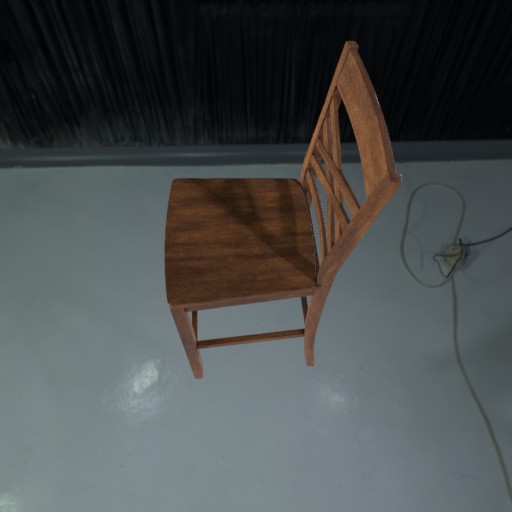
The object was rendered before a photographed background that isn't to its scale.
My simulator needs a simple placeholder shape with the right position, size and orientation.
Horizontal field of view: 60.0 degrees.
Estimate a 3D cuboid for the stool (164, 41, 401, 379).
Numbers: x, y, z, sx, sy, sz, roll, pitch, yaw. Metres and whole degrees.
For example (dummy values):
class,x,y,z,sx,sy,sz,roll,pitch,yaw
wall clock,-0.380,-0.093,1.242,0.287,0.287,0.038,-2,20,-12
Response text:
class,x,y,z,sx,sy,sz,roll,pitch,yaw
stool,0.000,0.000,1.338,0.504,1.098,0.426,-3,58,-2
